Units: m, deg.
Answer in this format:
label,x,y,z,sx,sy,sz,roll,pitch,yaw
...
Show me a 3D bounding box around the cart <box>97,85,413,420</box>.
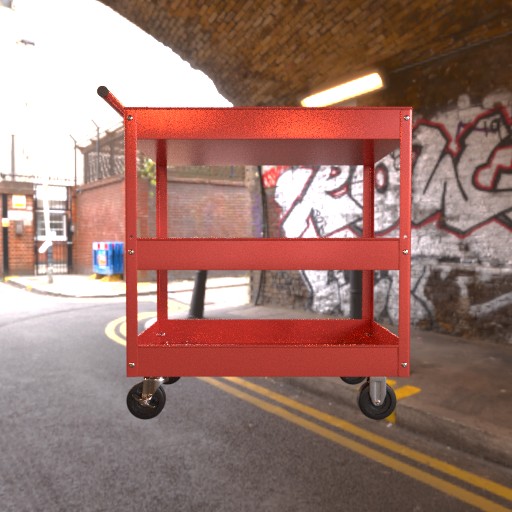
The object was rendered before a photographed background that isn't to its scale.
label,x,y,z,sx,sy,sz,roll,pitch,yaw
cart,0.000,0.000,1.191,0.719,0.780,0.366,0,2,0
